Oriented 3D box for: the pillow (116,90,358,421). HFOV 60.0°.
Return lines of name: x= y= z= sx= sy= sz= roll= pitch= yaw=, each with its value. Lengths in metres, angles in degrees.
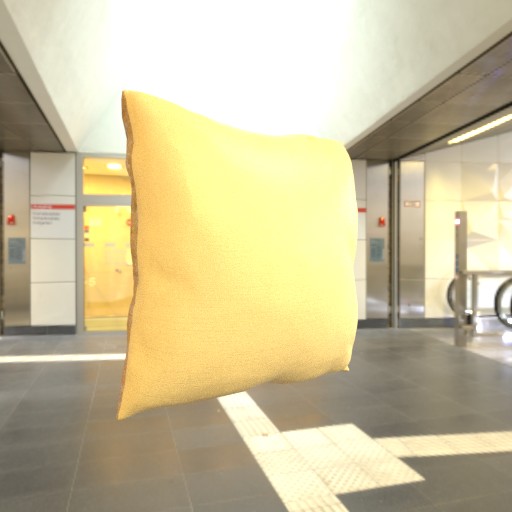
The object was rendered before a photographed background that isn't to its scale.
pillow: x=0.000 y=0.000 z=0.720 sx=0.450 sy=0.448 sz=0.245 roll=0 pitch=0 yaw=-36
